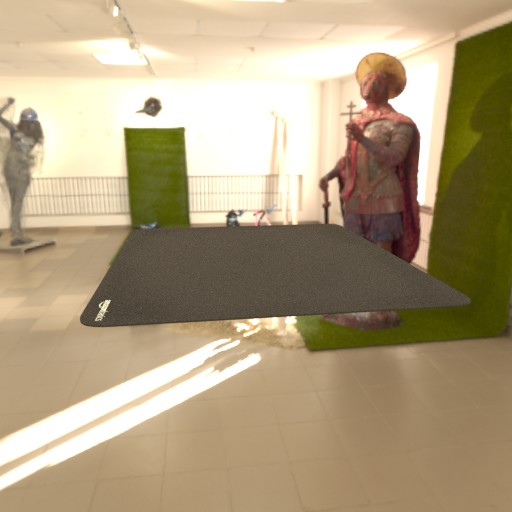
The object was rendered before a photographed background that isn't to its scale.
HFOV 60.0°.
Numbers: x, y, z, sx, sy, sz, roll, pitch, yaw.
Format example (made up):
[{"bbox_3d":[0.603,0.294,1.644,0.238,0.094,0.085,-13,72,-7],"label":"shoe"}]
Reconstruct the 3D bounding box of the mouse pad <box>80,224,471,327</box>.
[{"bbox_3d":[0.000,0.000,0.634,0.393,0.002,0.451,-2,15,-8],"label":"mouse pad"}]
